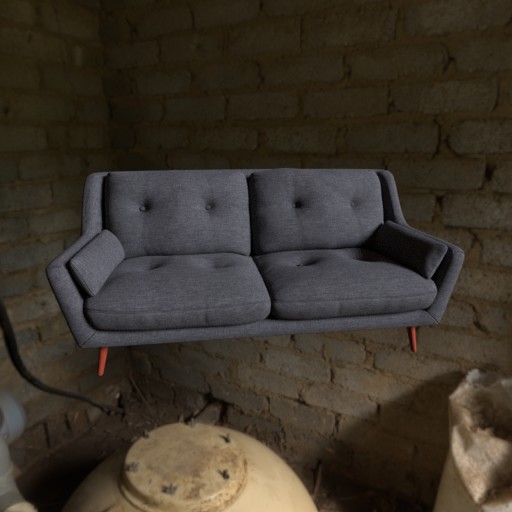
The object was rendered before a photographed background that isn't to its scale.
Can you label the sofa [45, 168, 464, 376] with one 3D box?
[{"bbox_3d":[0.000,0.000,2.418,1.929,0.896,0.975,-2,15,-8],"label":"sofa"}]
